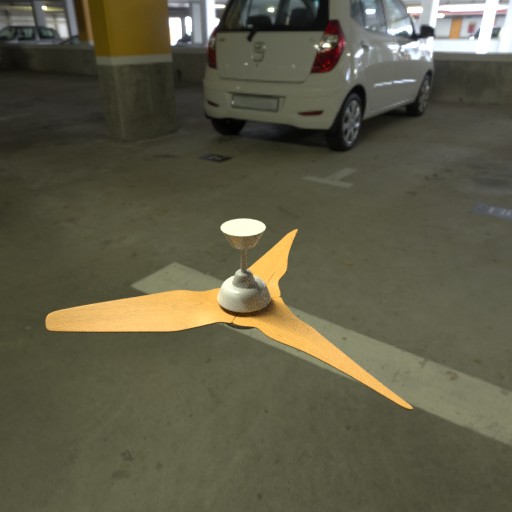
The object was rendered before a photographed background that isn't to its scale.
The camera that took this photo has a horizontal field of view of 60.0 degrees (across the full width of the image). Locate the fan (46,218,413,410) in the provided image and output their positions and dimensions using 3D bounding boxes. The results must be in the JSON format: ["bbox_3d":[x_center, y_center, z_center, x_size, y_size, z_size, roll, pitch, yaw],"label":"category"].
[{"bbox_3d":[0.000,0.000,1.628,1.142,0.355,1.010,8,28,16],"label":"fan"}]
